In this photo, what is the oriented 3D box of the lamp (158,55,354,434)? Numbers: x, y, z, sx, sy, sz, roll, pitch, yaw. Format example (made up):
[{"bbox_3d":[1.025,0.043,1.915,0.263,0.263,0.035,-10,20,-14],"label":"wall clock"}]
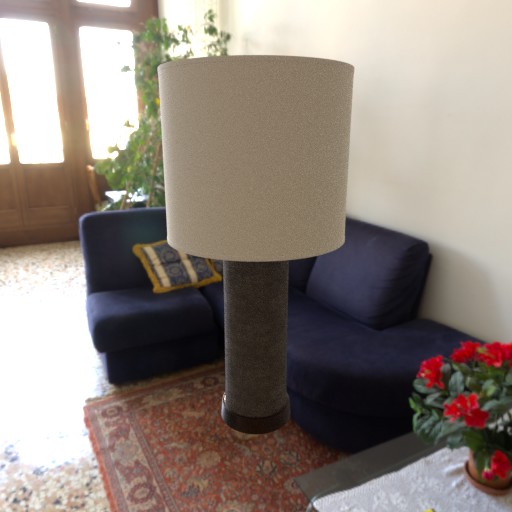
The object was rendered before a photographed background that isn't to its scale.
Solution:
[{"bbox_3d":[0.000,0.000,0.774,0.301,0.630,0.301,8,18,25],"label":"lamp"}]
